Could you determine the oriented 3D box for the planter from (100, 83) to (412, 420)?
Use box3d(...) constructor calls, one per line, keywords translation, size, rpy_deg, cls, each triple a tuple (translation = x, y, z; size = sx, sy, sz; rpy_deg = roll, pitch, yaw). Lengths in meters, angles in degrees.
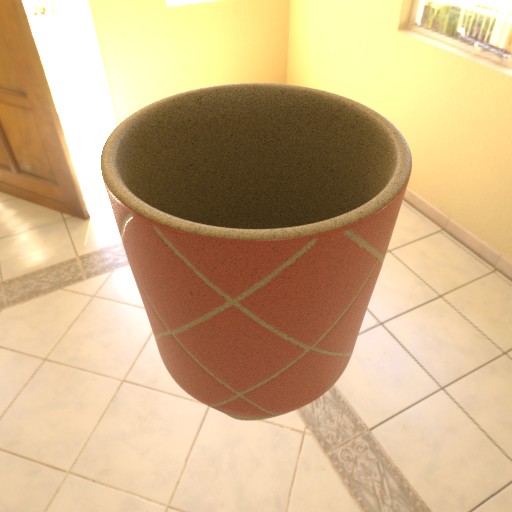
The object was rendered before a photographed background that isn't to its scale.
box3d(translation=(0.000, 0.000, 0.410), size=(0.227, 0.235, 0.227), rpy_deg=(0, 42, 0), cls="planter")
